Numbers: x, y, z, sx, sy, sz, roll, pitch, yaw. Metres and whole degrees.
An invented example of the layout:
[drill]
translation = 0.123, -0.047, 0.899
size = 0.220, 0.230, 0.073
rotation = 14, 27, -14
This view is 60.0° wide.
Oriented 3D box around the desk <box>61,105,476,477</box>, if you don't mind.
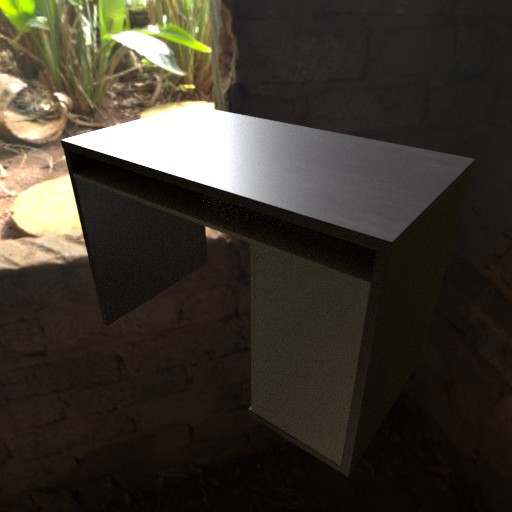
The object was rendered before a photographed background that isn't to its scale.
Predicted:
[desk]
translation = 0.000, 0.000, 1.520
size = 1.100, 0.750, 0.600
rotation = 21, 37, 31
